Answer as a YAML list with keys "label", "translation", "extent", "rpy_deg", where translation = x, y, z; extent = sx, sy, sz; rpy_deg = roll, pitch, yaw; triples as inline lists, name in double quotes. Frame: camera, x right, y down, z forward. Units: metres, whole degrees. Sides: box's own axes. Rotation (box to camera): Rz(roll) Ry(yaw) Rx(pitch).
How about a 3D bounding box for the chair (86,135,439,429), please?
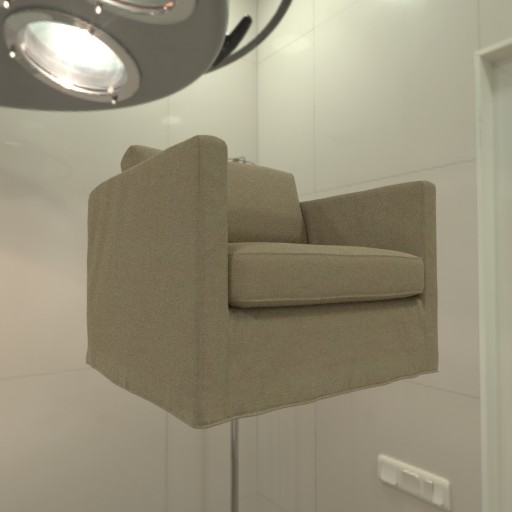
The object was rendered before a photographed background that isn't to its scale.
- label: "chair"
  translation: [0.000, 0.000, 1.723]
  extent: [1.057, 0.863, 0.949]
  rpy_deg: [1, -2, -36]
